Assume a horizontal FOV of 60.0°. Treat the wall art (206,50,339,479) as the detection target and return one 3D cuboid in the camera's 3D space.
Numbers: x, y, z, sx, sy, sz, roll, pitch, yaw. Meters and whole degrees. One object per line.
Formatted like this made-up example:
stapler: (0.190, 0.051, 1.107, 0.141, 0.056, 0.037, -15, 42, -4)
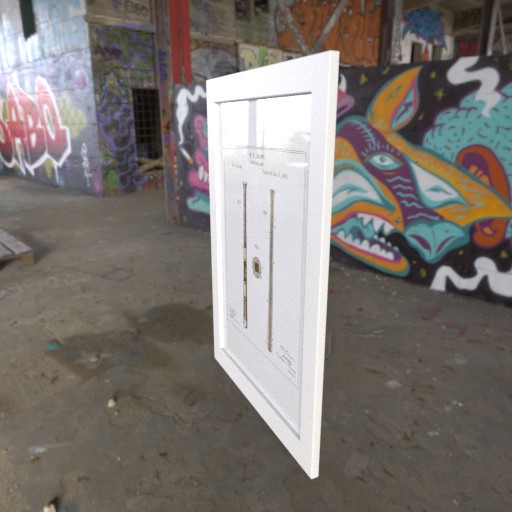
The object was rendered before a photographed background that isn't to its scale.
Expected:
wall art: (0.000, 0.000, 0.617, 0.011, 0.482, 0.329, -8, 18, -25)
